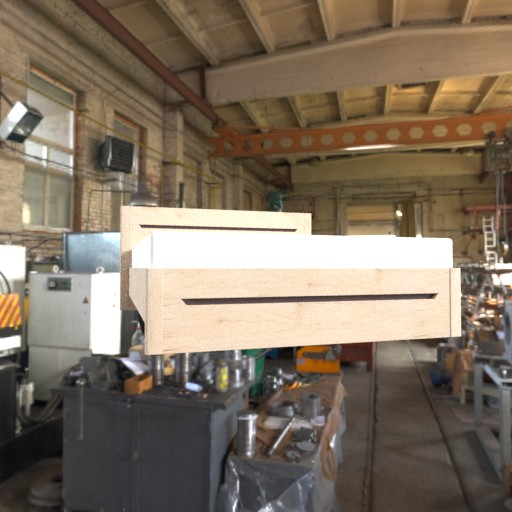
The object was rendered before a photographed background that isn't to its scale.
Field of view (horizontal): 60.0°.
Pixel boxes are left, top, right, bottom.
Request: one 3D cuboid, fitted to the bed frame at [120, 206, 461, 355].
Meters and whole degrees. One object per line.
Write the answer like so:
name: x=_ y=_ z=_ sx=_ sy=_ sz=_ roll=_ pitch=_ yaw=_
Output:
bed frame: x=0.000 y=0.000 z=3.121 sx=1.800 sy=0.900 sz=2.080 roll=0 pitch=-1 yaw=-18
